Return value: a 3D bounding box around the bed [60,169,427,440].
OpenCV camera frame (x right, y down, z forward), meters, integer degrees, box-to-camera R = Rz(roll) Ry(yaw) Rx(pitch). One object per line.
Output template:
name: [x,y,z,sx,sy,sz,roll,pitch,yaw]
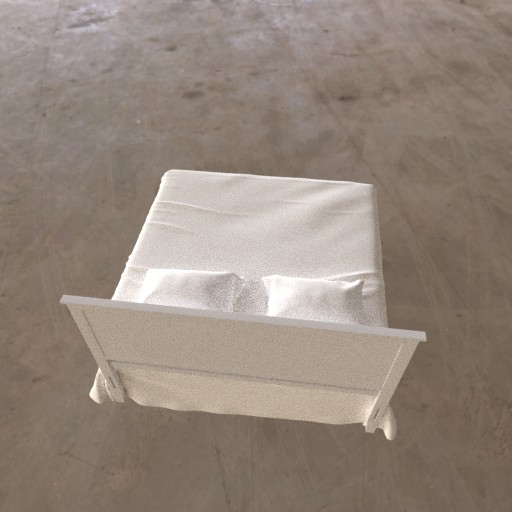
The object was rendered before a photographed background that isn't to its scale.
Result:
bed: [0.000,0.000,3.577,2.317,1.273,2.215,5,47,5]
